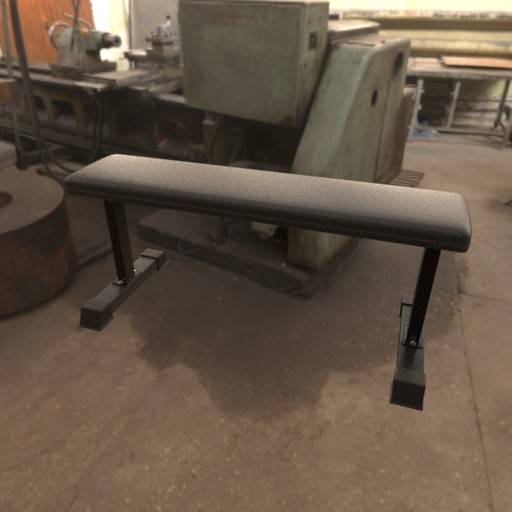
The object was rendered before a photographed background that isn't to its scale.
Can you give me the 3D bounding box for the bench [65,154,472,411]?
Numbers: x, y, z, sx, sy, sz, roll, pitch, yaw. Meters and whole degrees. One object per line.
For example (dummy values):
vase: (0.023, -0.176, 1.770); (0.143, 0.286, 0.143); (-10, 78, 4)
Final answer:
bench: (0.000, 0.000, 1.297); (1.072, 0.453, 0.439); (10, 32, 16)
